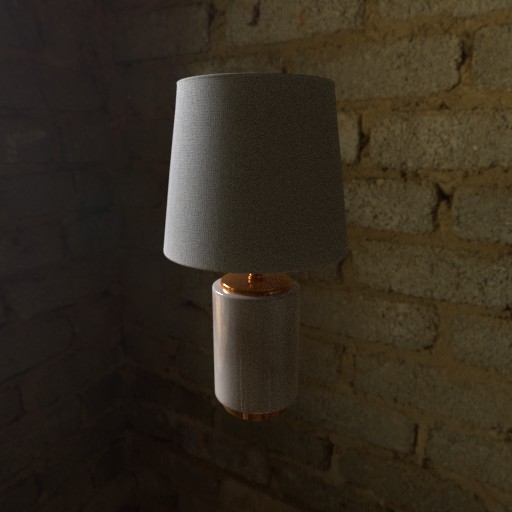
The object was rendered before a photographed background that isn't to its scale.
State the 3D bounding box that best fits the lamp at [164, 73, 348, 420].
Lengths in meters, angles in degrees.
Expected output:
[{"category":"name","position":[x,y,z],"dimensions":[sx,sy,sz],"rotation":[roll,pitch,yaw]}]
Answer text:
[{"category":"lamp","position":[0.000,0.000,0.467],"dimensions":[0.189,0.340,0.189],"rotation":[0,15,0]}]
